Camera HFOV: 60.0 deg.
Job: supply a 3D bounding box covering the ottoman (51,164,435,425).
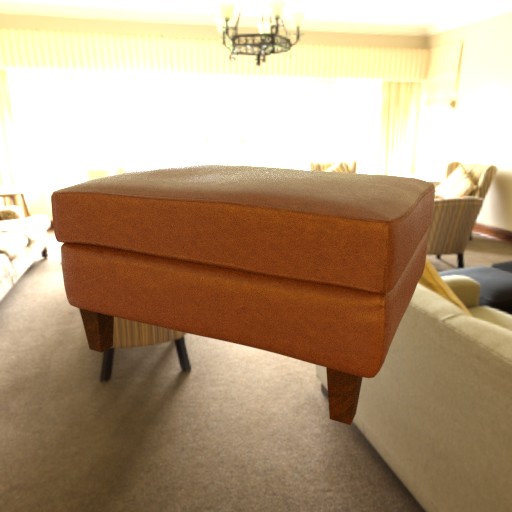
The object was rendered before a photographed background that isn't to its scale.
[{"bbox_3d":[0.000,0.000,1.232,0.851,0.485,0.650,8,18,25],"label":"ottoman"}]
